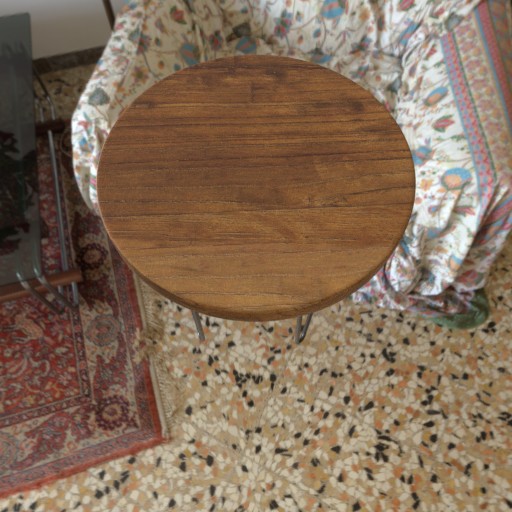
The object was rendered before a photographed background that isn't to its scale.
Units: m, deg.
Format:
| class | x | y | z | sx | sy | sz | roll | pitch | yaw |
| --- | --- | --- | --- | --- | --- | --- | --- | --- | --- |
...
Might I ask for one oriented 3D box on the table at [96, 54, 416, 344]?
| class | x | y | z | sx | sy | sz | roll | pitch | yaw |
| --- | --- | --- | --- | --- | --- | --- | --- | --- | --- |
| table | 0.000 | 0.000 | 0.789 | 0.400 | 0.520 | 0.400 | 0 | 63 | 0 |
